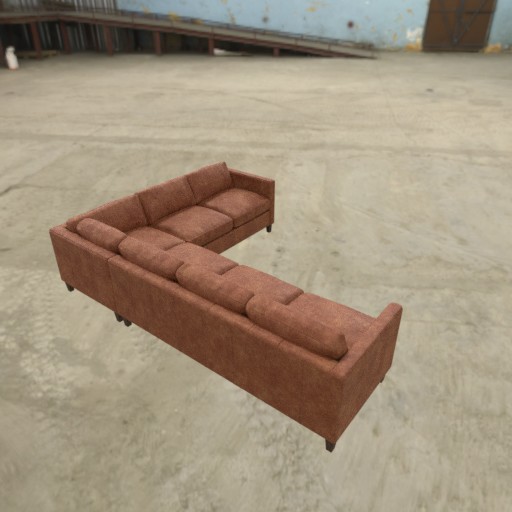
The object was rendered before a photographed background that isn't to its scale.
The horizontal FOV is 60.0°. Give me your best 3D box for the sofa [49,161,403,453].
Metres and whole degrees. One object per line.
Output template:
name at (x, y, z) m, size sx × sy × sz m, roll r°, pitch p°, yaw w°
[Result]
sofa at (0.000, 0.000, 4.332) m, size 3.167 × 0.838 × 2.438 m, roll 21°, pitch 36°, yaw 32°
